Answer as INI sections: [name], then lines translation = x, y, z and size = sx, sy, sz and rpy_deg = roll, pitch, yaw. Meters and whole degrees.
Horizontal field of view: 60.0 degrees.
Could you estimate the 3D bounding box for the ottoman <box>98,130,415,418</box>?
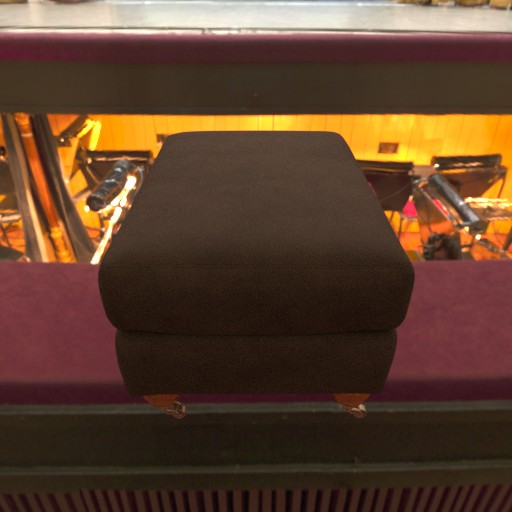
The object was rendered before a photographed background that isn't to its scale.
[ottoman]
translation = 0.000, 0.000, 1.170
size = 0.574, 0.497, 0.773
rpy_deg = 0, 33, 0
